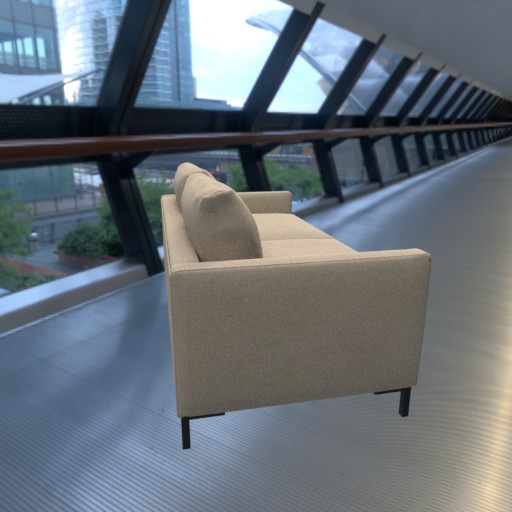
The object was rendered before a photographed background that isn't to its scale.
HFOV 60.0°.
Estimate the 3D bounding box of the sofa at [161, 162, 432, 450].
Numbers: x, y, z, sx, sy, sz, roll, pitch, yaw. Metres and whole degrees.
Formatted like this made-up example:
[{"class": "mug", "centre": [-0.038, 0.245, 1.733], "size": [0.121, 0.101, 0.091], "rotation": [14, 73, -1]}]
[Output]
[{"class": "sofa", "centre": [0.000, 0.000, 2.189], "size": [0.875, 0.840, 1.682], "rotation": [-3, 16, -12]}]
